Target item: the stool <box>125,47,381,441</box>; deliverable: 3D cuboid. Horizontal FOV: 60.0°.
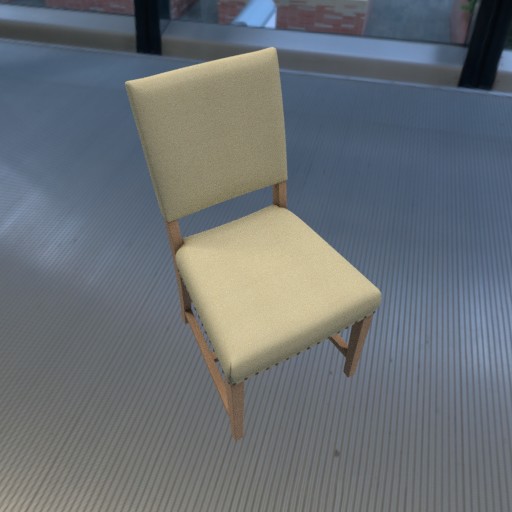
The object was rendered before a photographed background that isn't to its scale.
[{"bbox_3d":[0.000,0.000,1.372,0.508,0.986,0.623,-23,51,-20],"label":"stool"}]
